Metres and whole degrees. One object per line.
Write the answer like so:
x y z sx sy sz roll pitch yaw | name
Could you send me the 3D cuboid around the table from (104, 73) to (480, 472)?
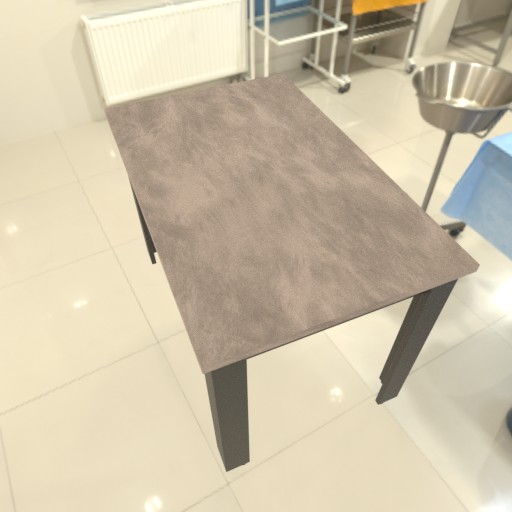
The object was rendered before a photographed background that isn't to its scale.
0.000 0.000 1.580 0.700 0.734 1.100 -17 49 -15 | table
